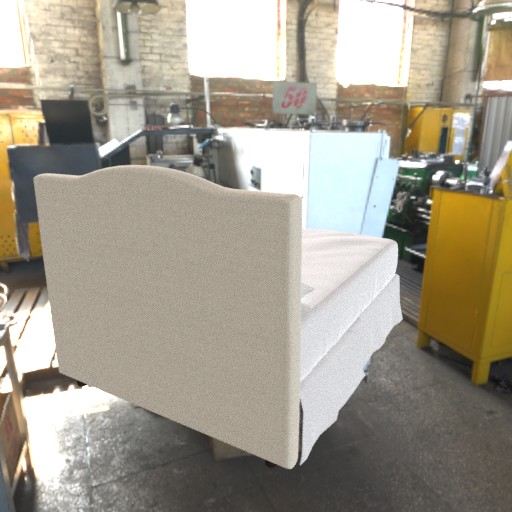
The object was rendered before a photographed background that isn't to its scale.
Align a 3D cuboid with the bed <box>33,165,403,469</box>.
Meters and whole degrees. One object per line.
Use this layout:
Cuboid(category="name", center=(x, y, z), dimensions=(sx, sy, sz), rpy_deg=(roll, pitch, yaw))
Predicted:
Cuboid(category="bed", center=(0.000, 0.000, 3.217), dimensions=(1.741, 1.449, 2.196), rpy_deg=(10, 19, 29))
